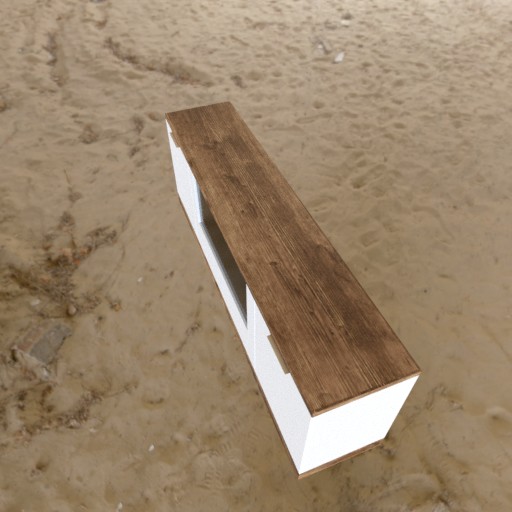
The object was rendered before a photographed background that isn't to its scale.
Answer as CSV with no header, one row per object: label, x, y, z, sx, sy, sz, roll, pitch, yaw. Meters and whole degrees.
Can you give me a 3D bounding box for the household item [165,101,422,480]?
household item,0.000,0.000,2.110,0.390,0.615,1.800,-16,49,-14
